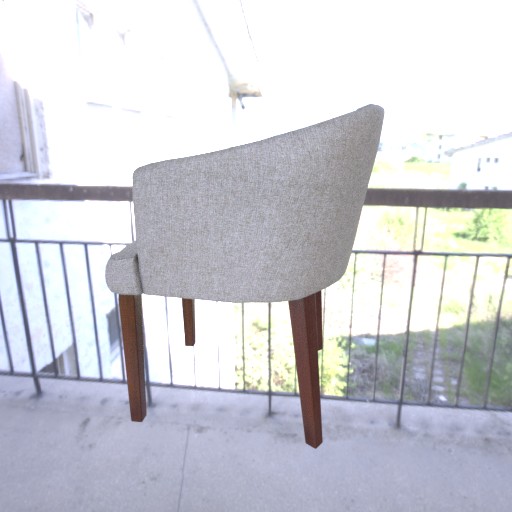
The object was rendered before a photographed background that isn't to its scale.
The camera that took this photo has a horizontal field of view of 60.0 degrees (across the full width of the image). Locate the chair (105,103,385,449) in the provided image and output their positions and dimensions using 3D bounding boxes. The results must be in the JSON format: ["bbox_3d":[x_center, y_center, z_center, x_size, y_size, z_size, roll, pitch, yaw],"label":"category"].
[{"bbox_3d":[0.000,0.000,1.262,0.655,0.811,0.583,2,15,9],"label":"chair"}]
